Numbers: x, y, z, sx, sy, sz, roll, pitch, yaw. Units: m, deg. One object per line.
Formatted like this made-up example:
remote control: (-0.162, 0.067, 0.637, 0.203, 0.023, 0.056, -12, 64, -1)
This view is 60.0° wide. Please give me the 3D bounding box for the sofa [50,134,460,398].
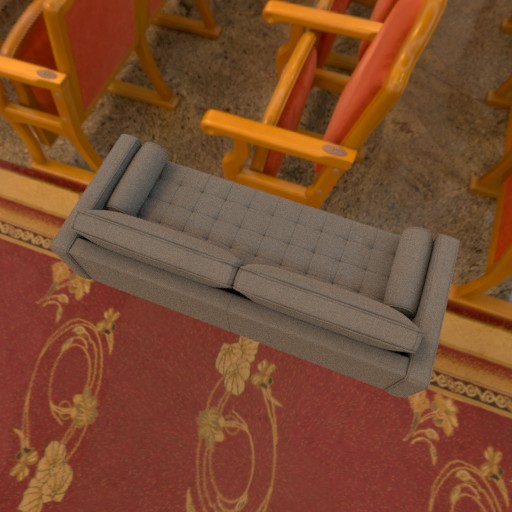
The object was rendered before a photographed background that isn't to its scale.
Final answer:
sofa: (0.000, 0.000, 2.708, 2.198, 0.762, 0.914, 19, 66, 9)
